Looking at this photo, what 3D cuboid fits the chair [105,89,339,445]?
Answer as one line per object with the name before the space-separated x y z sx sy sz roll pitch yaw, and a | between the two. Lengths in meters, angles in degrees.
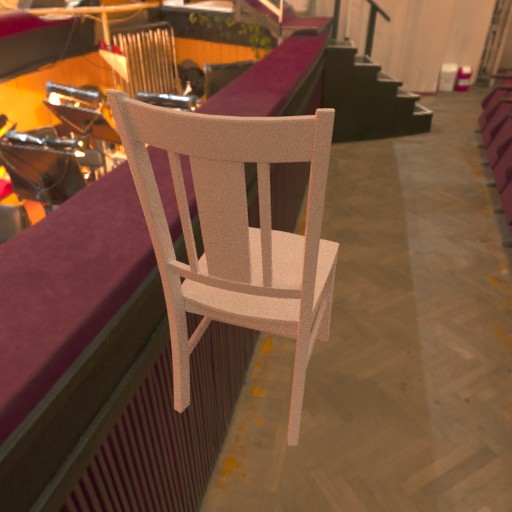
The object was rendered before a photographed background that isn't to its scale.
chair | 0.000 0.000 1.278 0.450 0.998 0.555 10 35 15
